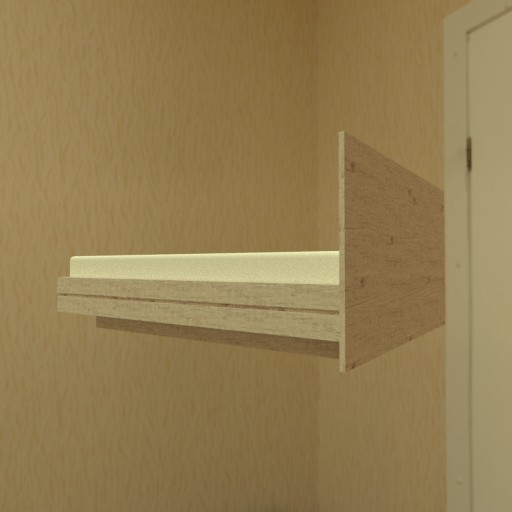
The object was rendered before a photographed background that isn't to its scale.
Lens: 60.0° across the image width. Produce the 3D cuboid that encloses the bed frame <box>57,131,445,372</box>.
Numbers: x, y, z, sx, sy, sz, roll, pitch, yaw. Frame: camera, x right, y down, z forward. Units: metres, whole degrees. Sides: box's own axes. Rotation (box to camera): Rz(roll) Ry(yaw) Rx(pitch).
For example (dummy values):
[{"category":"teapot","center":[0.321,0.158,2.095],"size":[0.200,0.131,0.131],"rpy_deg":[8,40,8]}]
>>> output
[{"category":"bed frame","center":[0.000,0.000,3.061],"size":[2.080,0.970,1.750],"rpy_deg":[-1,-1,35]}]
